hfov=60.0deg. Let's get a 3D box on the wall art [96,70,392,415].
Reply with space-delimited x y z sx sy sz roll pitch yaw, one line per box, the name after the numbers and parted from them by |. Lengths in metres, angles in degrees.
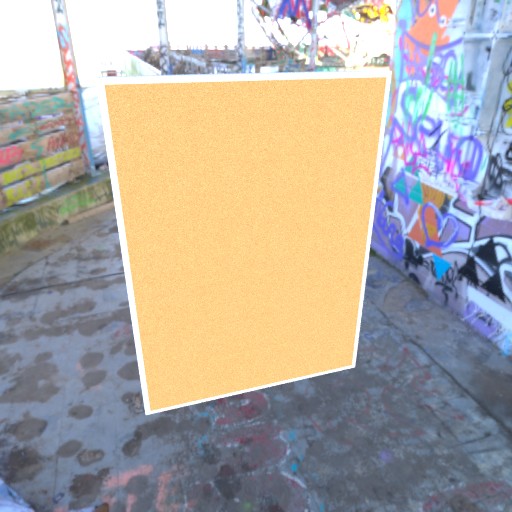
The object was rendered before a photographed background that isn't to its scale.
0.000 0.000 1.600 0.914 1.221 0.046 -8 27 -16 | wall art
